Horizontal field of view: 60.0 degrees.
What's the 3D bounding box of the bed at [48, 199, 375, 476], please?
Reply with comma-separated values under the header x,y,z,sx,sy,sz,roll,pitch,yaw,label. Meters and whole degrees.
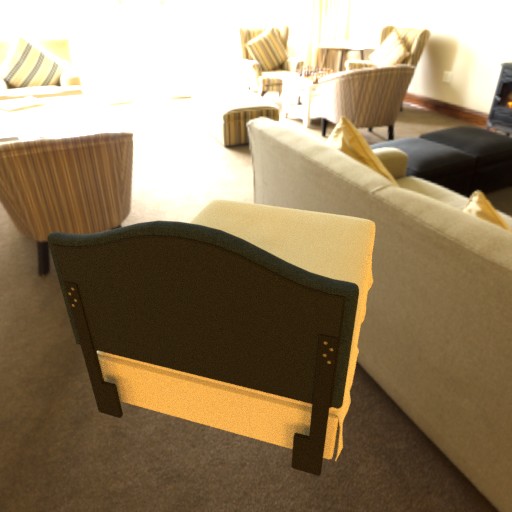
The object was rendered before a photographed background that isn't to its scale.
x,y,z,sx,sy,sz,roll,pitch,yaw,label
0.000,0.000,3.282,1.713,1.518,2.153,9,33,15,bed
